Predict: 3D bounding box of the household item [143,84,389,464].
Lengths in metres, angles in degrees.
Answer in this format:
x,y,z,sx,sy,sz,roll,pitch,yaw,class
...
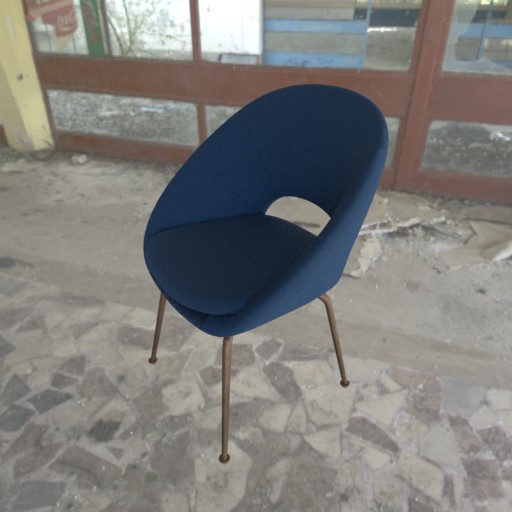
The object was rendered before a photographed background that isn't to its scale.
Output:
x,y,z,sx,sy,sz,roll,pitch,yaw,class
0.000,0.000,1.250,0.573,0.852,0.623,-20,36,-30,household item
